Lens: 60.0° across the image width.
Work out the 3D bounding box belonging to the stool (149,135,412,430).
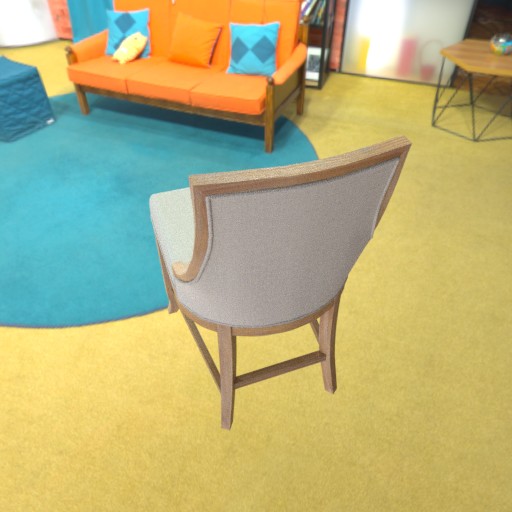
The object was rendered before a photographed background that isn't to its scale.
[{"bbox_3d":[0.000,0.000,1.308,0.524,0.938,0.626,-14,44,-15],"label":"stool"}]
